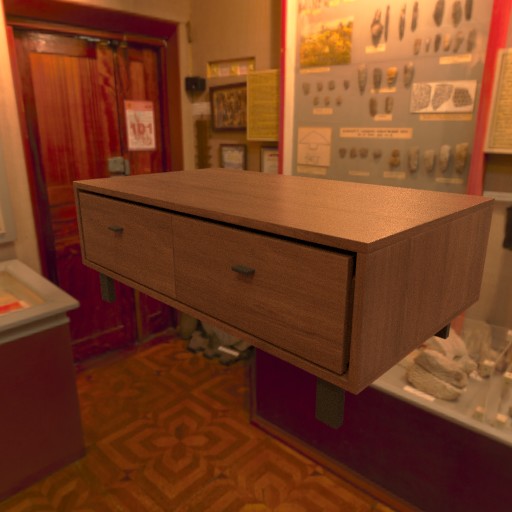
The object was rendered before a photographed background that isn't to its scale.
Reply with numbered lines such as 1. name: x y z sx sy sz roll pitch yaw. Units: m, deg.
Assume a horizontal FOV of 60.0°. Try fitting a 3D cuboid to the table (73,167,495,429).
1. table: 0.000 0.000 1.257 1.020 0.380 0.600 16 23 42
